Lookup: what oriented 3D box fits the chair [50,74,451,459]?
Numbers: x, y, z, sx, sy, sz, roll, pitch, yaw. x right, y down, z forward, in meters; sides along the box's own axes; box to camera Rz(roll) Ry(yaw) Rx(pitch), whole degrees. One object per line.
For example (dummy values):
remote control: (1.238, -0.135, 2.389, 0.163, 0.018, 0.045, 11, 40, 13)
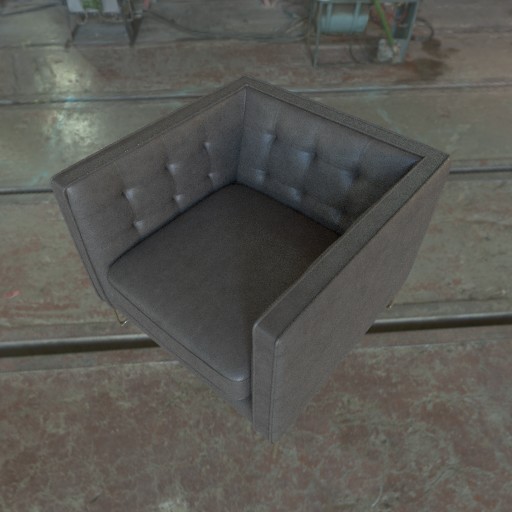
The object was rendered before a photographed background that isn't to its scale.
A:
chair: (0.000, 0.000, 1.592, 0.880, 0.790, 0.894, 32, 55, 26)
